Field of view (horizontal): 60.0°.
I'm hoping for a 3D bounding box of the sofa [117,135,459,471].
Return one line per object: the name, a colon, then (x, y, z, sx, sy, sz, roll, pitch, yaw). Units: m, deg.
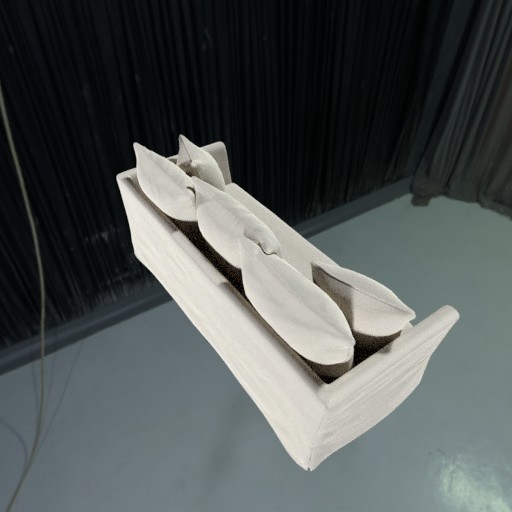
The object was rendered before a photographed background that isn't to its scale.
sofa: (0.000, 0.000, 3.122, 1.046, 1.047, 2.499, -25, 47, -26)
